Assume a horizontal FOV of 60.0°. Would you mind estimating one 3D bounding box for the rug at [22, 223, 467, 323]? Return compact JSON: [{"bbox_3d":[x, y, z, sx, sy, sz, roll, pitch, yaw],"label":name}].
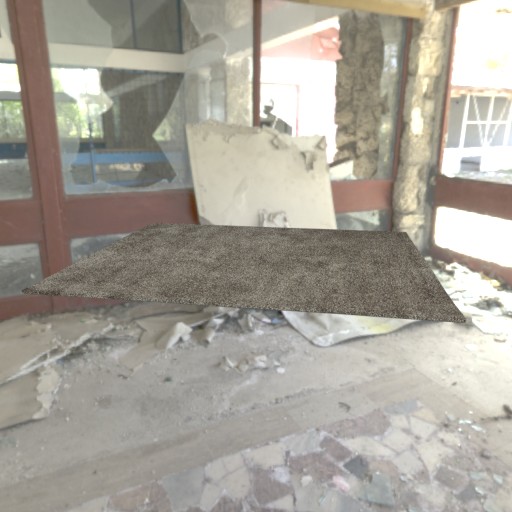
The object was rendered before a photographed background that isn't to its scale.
[{"bbox_3d":[0.000,0.000,4.060,3.000,0.025,2.401,3,16,9],"label":"rug"}]
